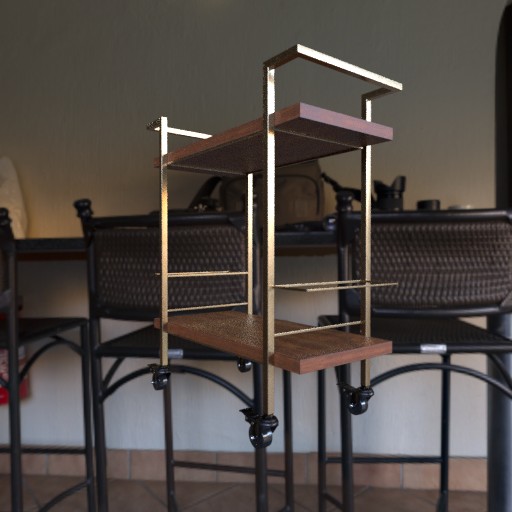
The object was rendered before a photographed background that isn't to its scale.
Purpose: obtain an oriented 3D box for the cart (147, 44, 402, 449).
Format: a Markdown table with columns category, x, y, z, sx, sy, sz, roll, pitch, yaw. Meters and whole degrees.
| category | x | y | z | sx | sy | sz | roll | pitch | yaw |
| --- | --- | --- | --- | --- | --- | --- | --- | --- | --- |
| cart | 0.000 | 0.000 | 1.206 | 0.364 | 0.807 | 0.695 | -1 | 1 | -38 |
